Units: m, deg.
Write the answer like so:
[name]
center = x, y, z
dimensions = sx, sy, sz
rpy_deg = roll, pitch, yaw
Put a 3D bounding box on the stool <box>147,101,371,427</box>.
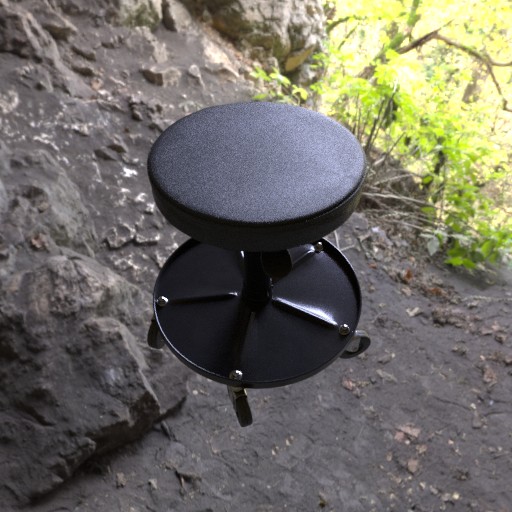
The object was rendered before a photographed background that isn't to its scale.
[stool]
center = 0.000, 0.000, 0.677
dimensions = 0.381, 0.365, 0.382
rpy_deg = -9, 47, -8
